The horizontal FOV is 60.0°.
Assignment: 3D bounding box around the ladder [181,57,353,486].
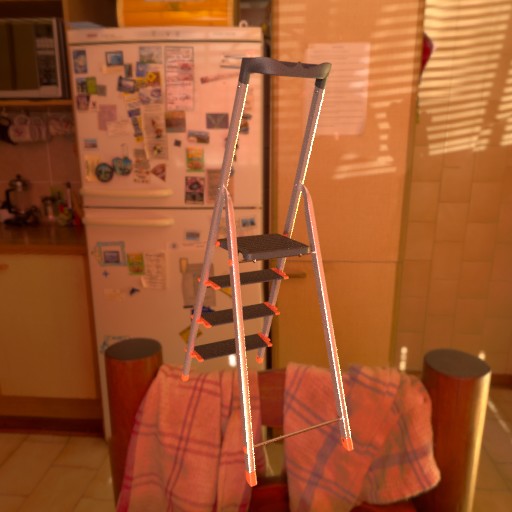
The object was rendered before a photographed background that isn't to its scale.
[{"bbox_3d":[0.000,0.000,1.833,0.452,1.429,0.834,-7,16,-25],"label":"ladder"}]
